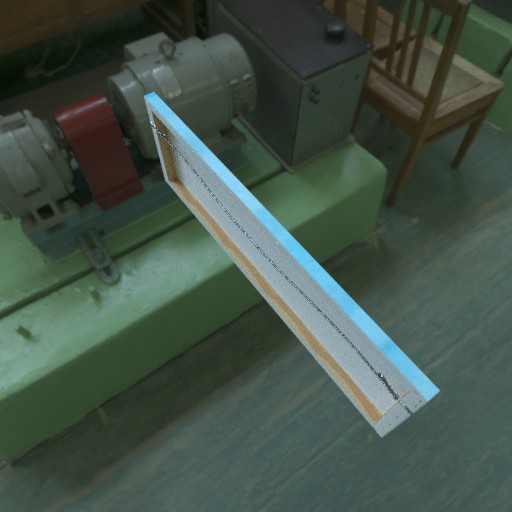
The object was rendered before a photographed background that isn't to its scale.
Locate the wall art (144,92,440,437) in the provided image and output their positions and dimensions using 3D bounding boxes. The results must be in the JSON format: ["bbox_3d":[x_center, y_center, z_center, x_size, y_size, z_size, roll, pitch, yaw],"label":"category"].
[{"bbox_3d":[0.000,0.000,0.843,0.044,0.254,0.759,-32,63,-19],"label":"wall art"}]
